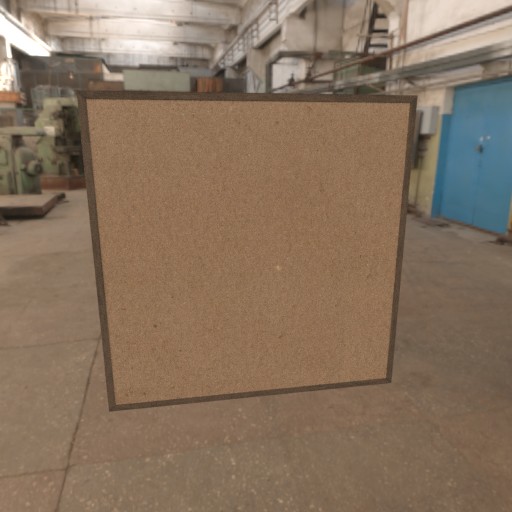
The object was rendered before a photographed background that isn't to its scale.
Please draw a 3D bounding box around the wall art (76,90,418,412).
[{"bbox_3d":[0.000,0.000,0.738,0.508,0.508,0.038,-3,16,-10],"label":"wall art"}]
